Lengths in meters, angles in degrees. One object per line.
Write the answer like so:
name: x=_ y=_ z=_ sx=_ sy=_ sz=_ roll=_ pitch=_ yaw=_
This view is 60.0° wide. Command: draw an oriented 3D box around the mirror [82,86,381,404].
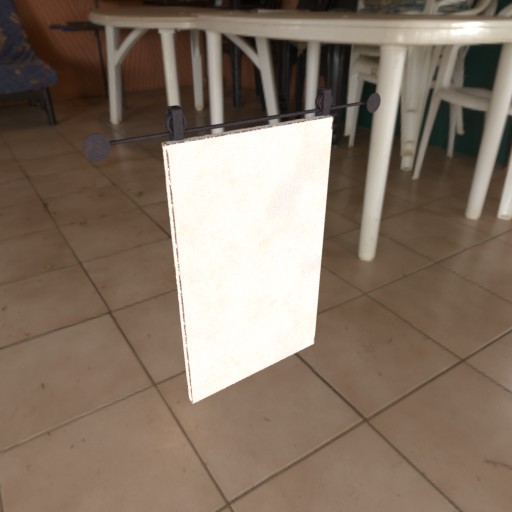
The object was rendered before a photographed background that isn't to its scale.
mirror: x=0.000 y=0.000 z=1.220 sx=0.808 sy=0.844 sz=0.037 roll=-19 pitch=35 yaw=-29
